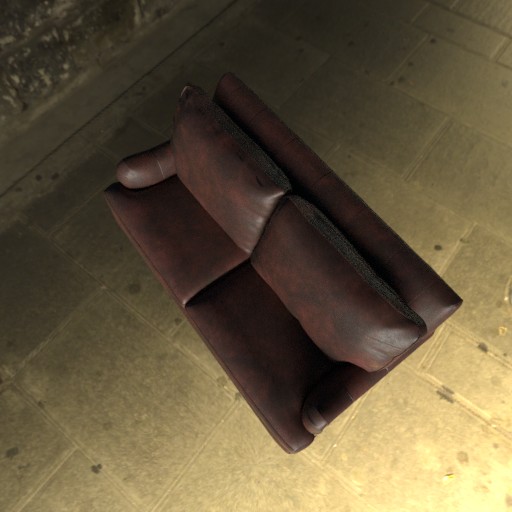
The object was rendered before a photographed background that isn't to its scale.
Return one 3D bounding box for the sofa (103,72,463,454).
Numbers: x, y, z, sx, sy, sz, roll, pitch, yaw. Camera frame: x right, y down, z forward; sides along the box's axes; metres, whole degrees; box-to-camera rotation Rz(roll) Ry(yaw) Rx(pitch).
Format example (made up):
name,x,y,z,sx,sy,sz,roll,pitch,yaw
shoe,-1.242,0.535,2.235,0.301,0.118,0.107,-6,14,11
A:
name,x,y,z,sx,sy,sz,roll,pitch,yaw
sofa,0.000,0.000,2.853,1.147,1.071,2.144,-34,69,-15
